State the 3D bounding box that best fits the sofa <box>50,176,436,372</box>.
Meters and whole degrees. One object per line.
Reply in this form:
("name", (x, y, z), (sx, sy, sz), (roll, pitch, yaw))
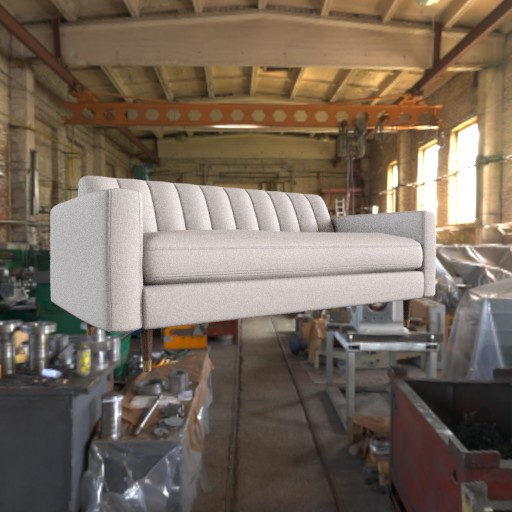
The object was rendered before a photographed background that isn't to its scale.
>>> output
("sofa", (0.000, 0.000, 2.379), (1.895, 0.814, 0.969), (-1, 2, -35))
